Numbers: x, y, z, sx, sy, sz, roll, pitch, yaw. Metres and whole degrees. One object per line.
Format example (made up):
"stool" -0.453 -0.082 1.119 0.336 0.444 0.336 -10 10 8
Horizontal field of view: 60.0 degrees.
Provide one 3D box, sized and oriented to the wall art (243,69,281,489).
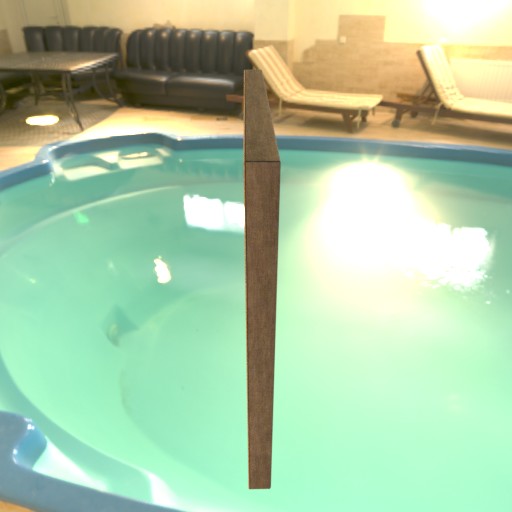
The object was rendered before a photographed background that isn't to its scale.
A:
"wall art" 0.000 0.000 1.102 0.050 0.751 0.749 -1 31 -1
